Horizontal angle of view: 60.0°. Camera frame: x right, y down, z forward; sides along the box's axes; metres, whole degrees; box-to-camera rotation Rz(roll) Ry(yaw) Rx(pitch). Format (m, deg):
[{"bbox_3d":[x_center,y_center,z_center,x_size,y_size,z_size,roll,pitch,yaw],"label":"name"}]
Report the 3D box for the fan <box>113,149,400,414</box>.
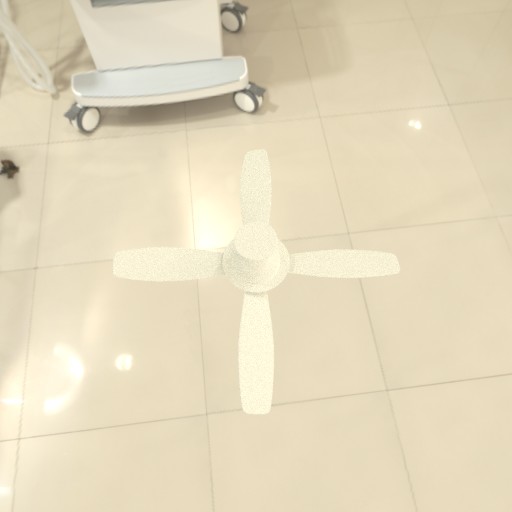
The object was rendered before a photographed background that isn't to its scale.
[{"bbox_3d":[0.000,0.000,2.538,1.693,0.382,1.694,0,64,0],"label":"fan"}]
